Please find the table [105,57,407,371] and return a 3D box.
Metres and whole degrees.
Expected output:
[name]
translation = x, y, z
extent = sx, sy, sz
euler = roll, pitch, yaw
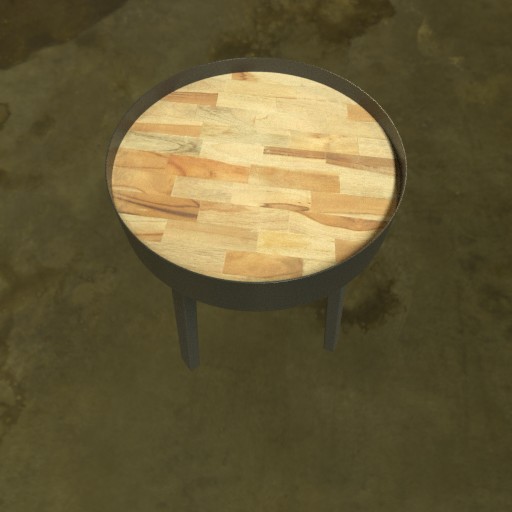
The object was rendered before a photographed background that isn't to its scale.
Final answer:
[table]
translation = 0.000, 0.000, 0.844
extent = 0.406, 0.559, 0.406
euler = 0, 59, 0
